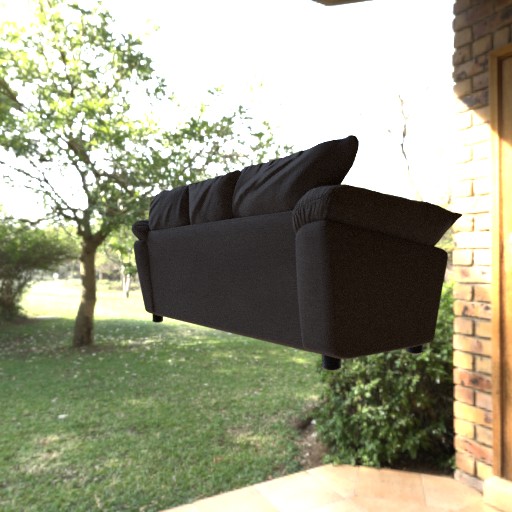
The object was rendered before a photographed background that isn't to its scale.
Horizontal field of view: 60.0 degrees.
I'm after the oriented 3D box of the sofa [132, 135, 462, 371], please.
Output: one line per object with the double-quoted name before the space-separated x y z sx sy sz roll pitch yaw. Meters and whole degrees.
"sofa" 0.000 0.000 2.946 0.927 1.043 2.390 1 -1 -36
